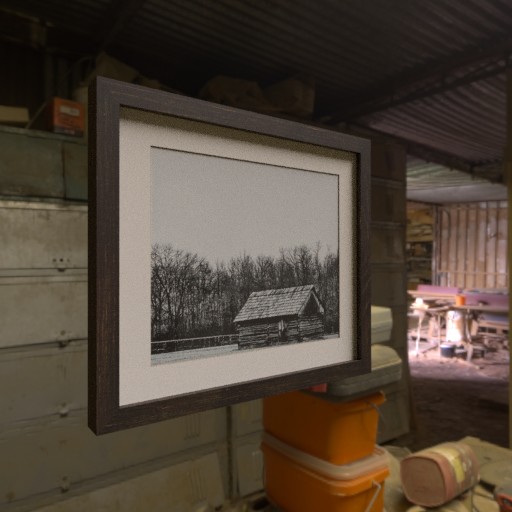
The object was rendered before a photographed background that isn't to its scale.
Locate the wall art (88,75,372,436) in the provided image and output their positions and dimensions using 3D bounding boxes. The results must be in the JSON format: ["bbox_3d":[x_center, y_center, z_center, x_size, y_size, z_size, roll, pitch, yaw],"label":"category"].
[{"bbox_3d":[0.000,0.000,0.529,0.381,0.330,0.031,0,0,-36],"label":"wall art"}]
